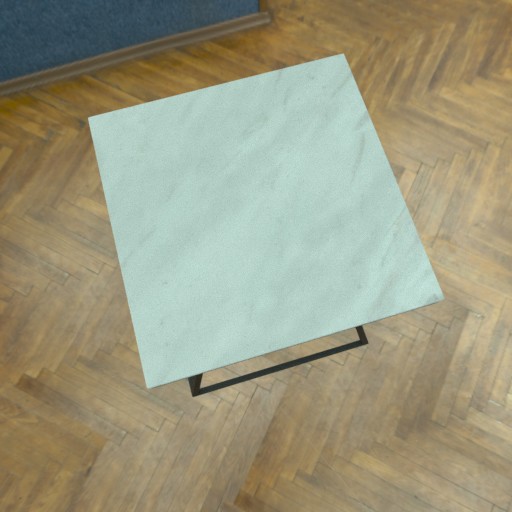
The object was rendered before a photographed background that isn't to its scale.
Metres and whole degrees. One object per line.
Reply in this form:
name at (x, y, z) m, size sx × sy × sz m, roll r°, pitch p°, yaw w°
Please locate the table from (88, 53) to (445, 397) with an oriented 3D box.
table at (0.000, 0.000, 0.894) m, size 0.455 × 0.559 × 0.455 m, roll -16°, pitch 75°, yaw -4°
